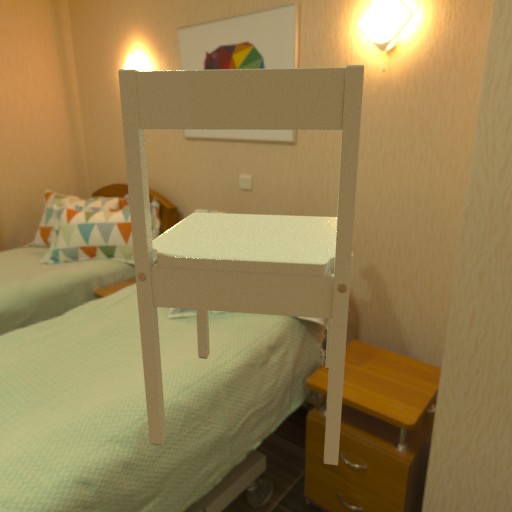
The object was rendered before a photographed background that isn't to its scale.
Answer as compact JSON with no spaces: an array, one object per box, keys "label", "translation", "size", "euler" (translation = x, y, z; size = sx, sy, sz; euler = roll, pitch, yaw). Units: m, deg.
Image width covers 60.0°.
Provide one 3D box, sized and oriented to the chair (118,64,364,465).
[{"label":"chair","translation":[0.000,0.000,0.893],"size":[0.367,0.668,0.361],"euler":[3,17,9]}]
